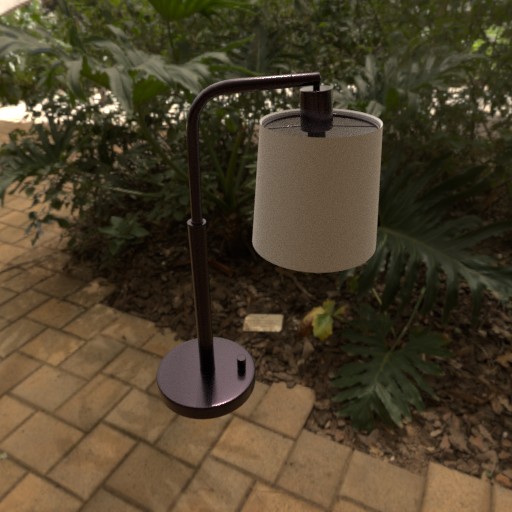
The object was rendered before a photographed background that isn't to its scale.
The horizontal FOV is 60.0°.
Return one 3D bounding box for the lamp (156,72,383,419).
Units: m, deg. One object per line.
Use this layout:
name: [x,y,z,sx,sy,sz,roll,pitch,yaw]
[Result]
lamp: [0.000,0.000,0.634,0.333,0.489,0.171,-1,30,-2]
